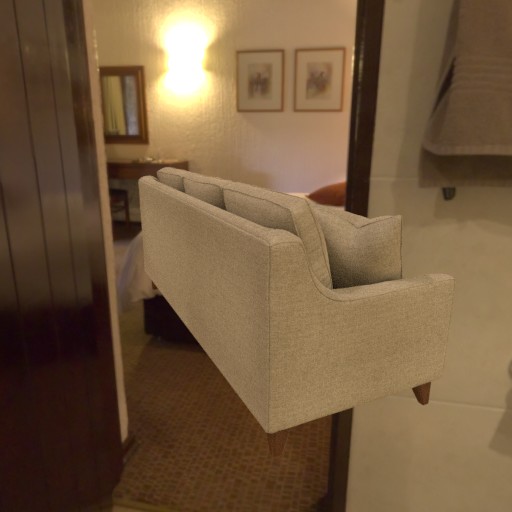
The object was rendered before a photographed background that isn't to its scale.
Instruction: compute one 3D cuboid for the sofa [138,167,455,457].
[{"bbox_3d":[0.000,0.000,2.465,0.865,0.914,2.031,-7,17,-24],"label":"sofa"}]
